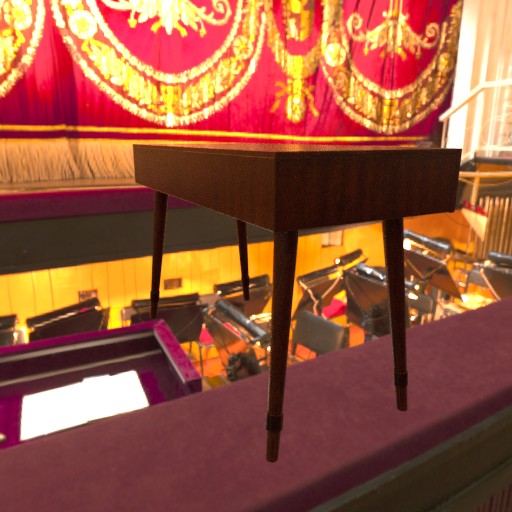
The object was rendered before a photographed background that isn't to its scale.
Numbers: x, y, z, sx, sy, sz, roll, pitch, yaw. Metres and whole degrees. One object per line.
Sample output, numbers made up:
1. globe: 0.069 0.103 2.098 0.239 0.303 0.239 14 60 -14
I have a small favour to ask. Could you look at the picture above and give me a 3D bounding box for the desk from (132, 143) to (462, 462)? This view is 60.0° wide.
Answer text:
1. desk: 0.000 0.000 2.132 0.734 1.031 1.577 -8 17 -27
